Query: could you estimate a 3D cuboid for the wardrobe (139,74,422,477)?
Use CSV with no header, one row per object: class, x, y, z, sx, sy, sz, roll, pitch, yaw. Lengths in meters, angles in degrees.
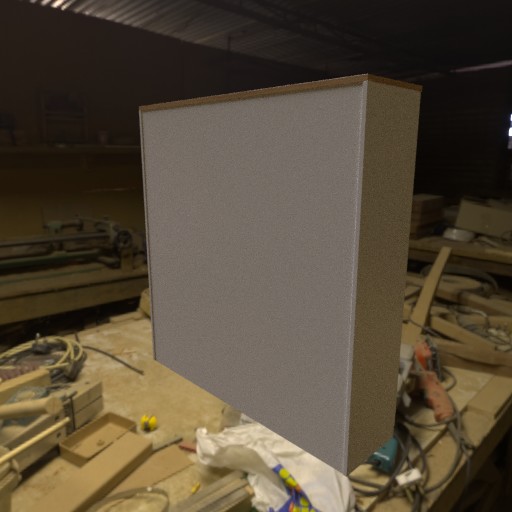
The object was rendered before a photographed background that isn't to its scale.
wardrobe,0.000,0.000,3.351,0.590,2.260,2.160,-12,18,-43
